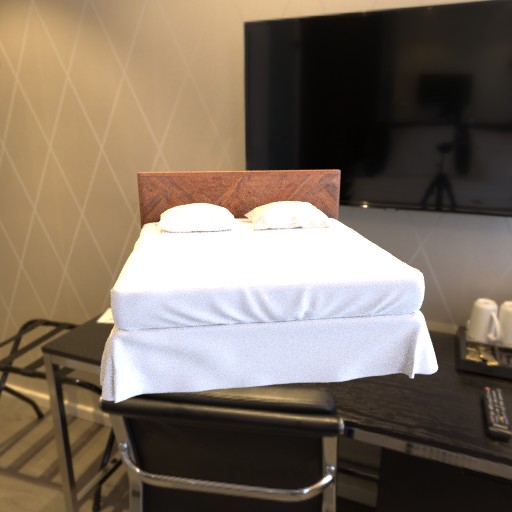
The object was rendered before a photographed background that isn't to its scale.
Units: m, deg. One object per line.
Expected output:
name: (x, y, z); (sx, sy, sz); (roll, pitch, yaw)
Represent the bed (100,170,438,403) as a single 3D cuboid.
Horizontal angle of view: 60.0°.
bed: (0.000, 0.000, 3.572); (2.255, 1.158, 2.165); (-2, 16, -8)
